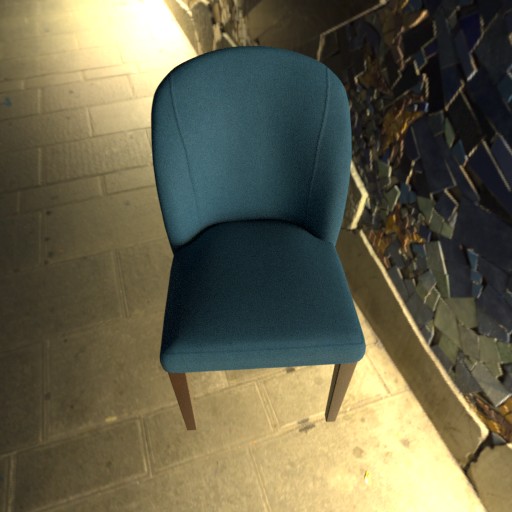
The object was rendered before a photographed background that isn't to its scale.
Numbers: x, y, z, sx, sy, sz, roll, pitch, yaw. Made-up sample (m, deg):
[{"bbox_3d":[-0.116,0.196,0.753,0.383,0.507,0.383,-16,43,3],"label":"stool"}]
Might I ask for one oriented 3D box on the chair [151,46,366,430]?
[{"bbox_3d":[0.000,0.000,1.211,0.507,0.879,0.620,-3,46,-2],"label":"chair"}]
